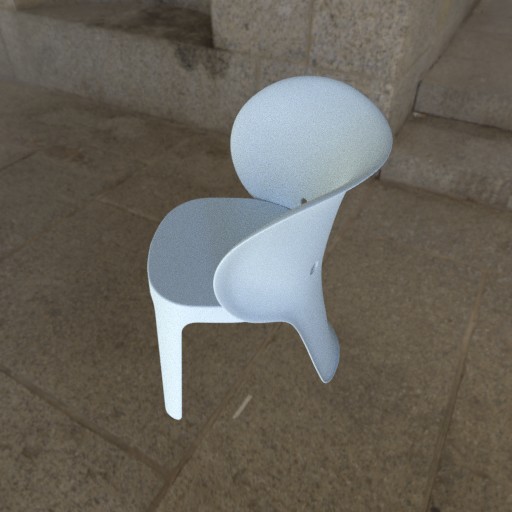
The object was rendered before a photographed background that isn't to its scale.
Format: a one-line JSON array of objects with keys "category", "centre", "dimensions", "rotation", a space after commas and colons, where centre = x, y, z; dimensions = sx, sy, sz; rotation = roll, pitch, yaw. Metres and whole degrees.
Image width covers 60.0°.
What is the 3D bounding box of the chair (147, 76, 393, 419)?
[{"category": "chair", "centre": [0.000, 0.000, 0.854], "dimensions": [0.402, 0.554, 0.451], "rotation": [0, 41, 1]}]
